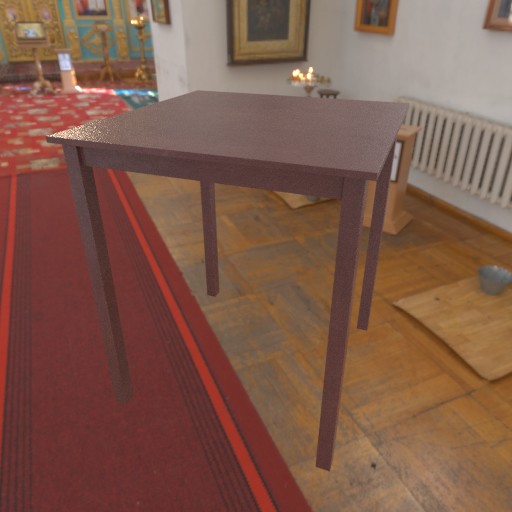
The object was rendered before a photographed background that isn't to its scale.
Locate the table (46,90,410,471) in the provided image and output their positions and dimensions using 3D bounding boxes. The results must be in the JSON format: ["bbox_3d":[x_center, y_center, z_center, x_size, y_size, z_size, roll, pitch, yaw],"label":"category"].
[{"bbox_3d":[0.000,0.000,1.625,0.861,0.991,0.861,10,30,18],"label":"table"}]
